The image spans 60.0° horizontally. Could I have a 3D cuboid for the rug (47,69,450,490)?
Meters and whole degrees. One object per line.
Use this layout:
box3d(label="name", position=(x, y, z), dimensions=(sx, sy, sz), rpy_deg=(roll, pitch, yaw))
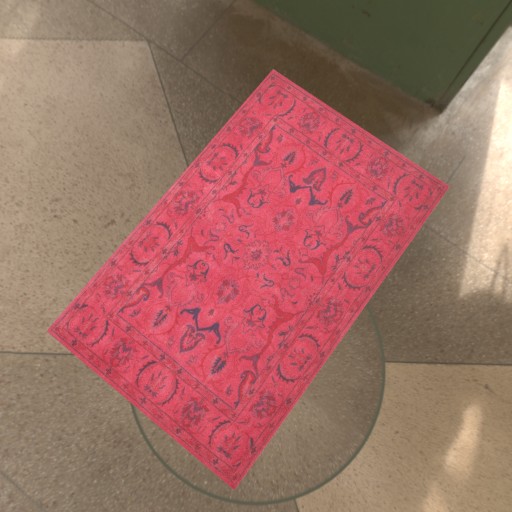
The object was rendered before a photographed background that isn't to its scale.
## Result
box3d(label="rug", position=(0.000, 0.000, 2.960), dimensions=(1.534, 0.010, 2.423), rpy_deg=(37, 79, 8))
